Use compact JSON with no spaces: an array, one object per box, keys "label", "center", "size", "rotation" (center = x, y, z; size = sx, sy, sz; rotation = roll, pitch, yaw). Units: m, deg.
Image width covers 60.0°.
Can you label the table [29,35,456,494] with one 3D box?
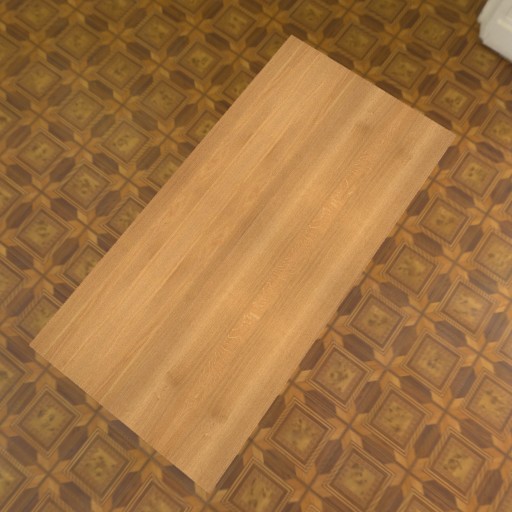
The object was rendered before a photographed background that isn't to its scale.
[{"label":"table","center":[0.000,0.000,2.225],"size":[0.900,0.750,1.800],"rotation":[35,78,9]}]
